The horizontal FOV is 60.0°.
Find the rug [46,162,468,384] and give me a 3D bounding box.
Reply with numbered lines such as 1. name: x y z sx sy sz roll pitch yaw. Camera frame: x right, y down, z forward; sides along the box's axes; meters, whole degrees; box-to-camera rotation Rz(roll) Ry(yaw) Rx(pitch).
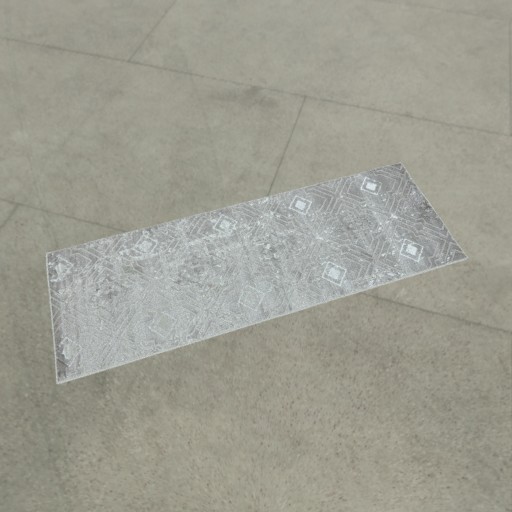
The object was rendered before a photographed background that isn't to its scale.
1. rug: 0.000 0.000 2.642 2.381 0.035 0.832 -16 59 -10
